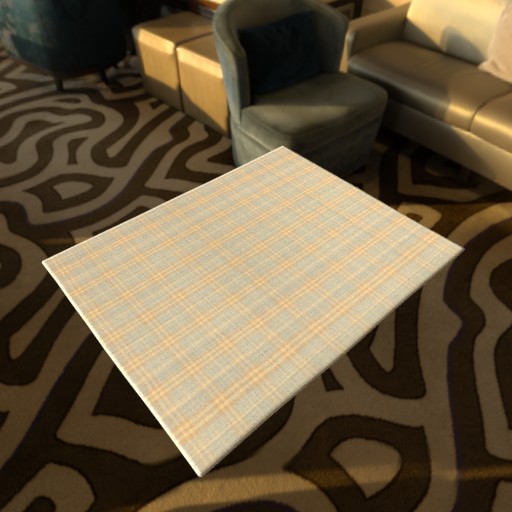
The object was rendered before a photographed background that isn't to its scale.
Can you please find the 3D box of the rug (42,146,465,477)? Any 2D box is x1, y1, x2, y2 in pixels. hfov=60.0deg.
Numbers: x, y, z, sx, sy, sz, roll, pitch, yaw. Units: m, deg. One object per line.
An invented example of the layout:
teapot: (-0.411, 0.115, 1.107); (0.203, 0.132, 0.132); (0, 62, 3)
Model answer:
rug: (0.000, 0.000, 4.080); (3.066, 0.030, 2.462); (-32, 53, -28)
